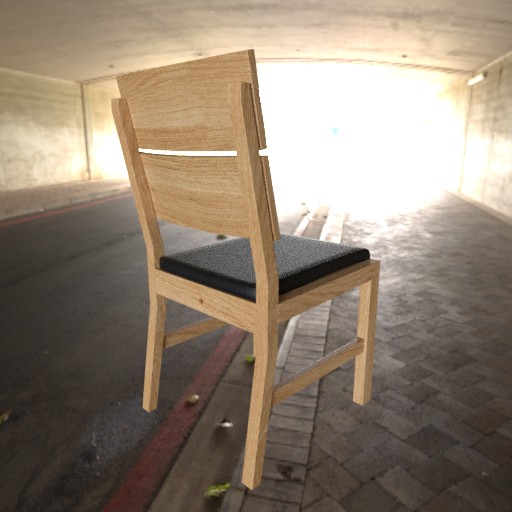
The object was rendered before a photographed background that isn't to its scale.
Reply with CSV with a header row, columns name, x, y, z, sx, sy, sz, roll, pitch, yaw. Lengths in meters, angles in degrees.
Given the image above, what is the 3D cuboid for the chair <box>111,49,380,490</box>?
name,x,y,z,sx,sy,sz,roll,pitch,yaw
chair,0.000,0.000,1.252,0.475,0.950,0.569,14,20,43
